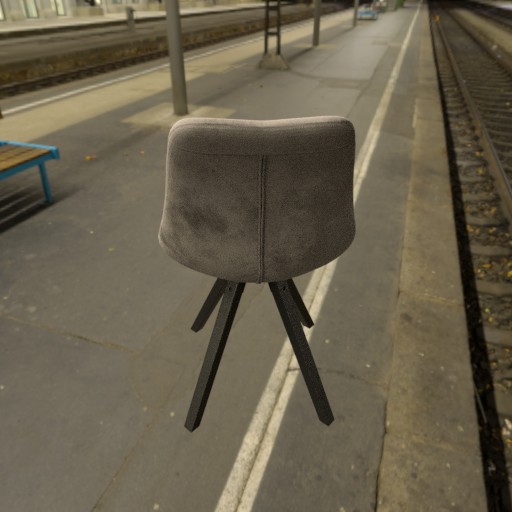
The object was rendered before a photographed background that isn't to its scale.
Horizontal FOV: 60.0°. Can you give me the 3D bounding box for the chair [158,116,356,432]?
[{"bbox_3d":[0.000,0.000,1.184,0.485,0.850,0.550,-2,31,-3],"label":"chair"}]
